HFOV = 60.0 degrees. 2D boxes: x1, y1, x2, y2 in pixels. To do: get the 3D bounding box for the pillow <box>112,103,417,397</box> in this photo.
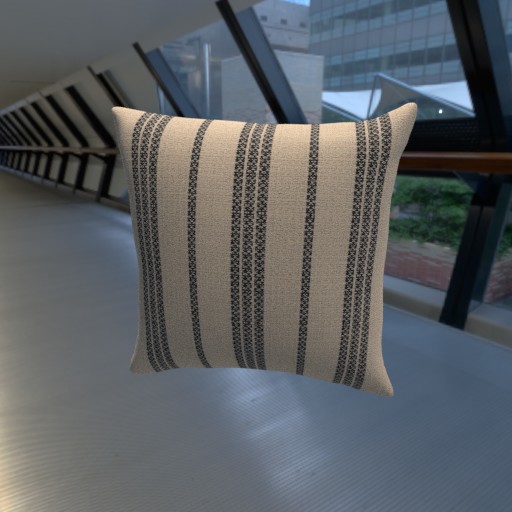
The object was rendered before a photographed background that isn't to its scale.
[{"bbox_3d":[0.000,0.000,0.626,0.405,0.406,0.173,2,15,9],"label":"pillow"}]
